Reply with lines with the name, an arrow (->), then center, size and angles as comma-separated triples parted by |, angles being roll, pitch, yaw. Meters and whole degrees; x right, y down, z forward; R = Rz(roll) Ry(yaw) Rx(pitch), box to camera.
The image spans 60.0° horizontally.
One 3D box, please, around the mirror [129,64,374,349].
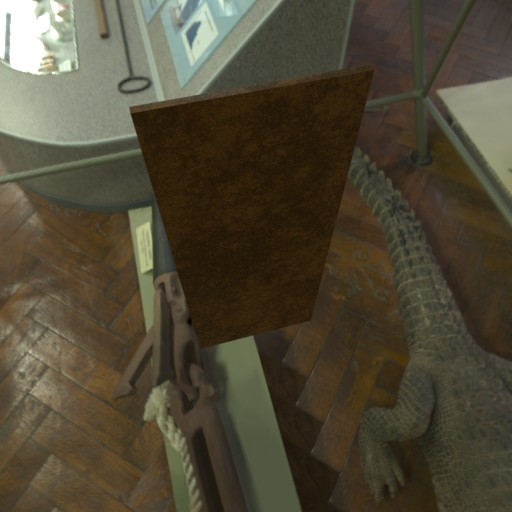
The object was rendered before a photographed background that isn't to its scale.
mirror -> 0.000, 0.000, 2.290 | 0.812, 2.031, 0.032 | -13, 59, -8
